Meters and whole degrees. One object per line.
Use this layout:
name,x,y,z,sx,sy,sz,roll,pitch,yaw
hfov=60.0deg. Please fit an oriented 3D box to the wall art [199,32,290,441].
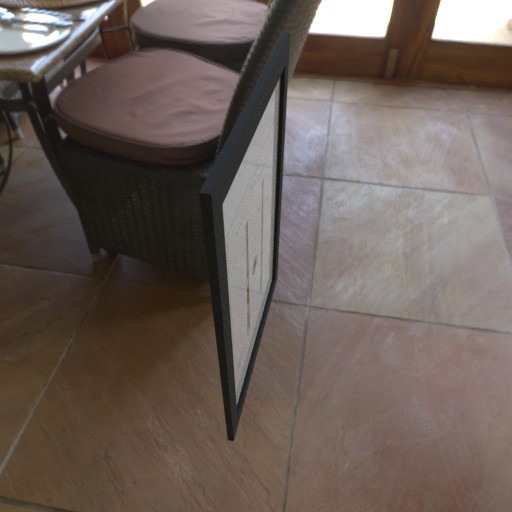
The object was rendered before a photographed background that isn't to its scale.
wall art,0.000,0.000,0.689,0.012,0.529,0.374,10,47,9
